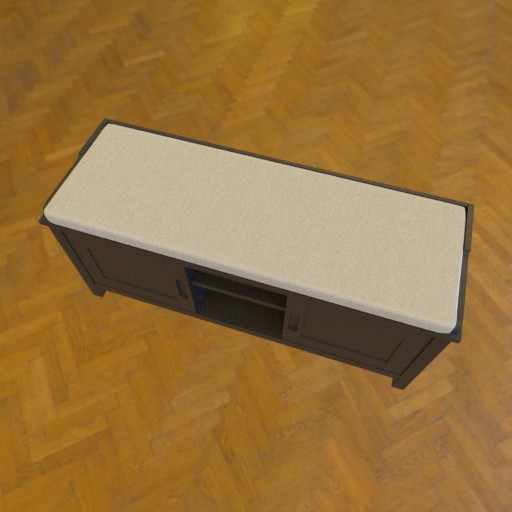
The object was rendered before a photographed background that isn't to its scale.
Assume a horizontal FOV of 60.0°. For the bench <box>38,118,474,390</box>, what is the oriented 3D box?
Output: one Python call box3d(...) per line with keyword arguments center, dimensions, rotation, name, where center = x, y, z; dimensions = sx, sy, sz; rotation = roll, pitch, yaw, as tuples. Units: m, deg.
box3d(center=(0.000, 0.000, 1.405), dimensions=(1.140, 0.501, 0.398), rotation=(15, 59, 10), name="bench")
